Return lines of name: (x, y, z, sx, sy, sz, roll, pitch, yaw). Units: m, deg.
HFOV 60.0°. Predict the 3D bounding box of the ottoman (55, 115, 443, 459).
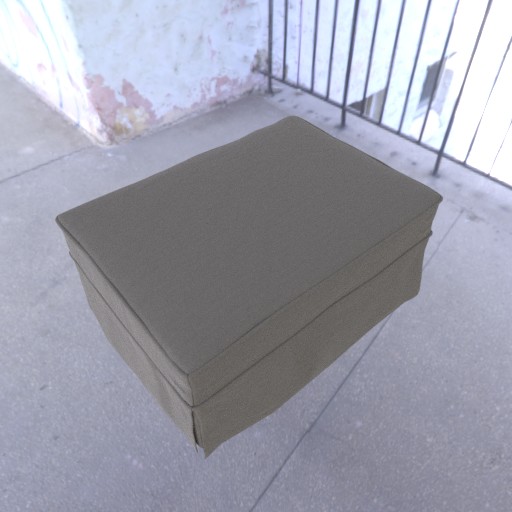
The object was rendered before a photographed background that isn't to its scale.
ottoman: (0.000, 0.000, 1.374, 0.944, 0.479, 0.703, -31, 53, -27)
